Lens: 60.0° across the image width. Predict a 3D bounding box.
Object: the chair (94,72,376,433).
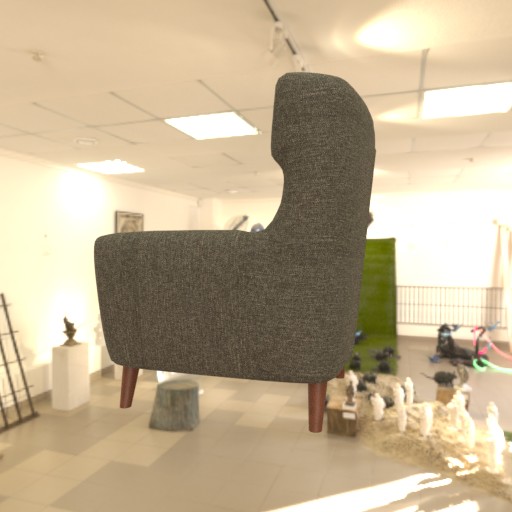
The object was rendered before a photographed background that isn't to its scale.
[{"bbox_3d":[0.000,0.000,1.730,0.904,1.063,0.878,0,1,18],"label":"chair"}]
